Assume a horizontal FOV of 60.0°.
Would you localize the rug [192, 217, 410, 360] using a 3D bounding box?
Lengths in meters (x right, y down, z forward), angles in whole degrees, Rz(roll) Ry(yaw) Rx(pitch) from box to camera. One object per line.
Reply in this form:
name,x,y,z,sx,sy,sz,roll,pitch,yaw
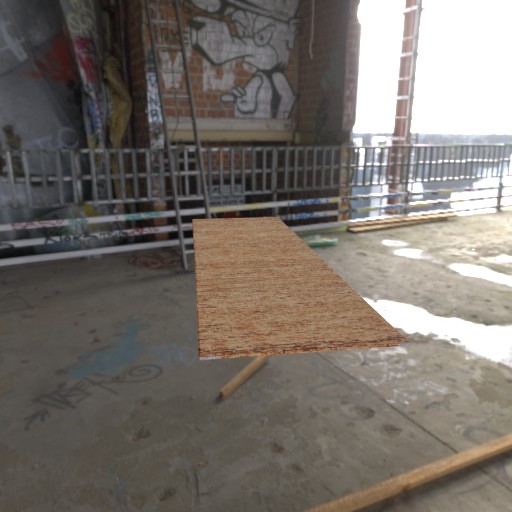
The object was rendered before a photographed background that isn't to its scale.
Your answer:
rug,0.000,0.000,2.438,0.680,0.014,2.237,-2,16,-8
